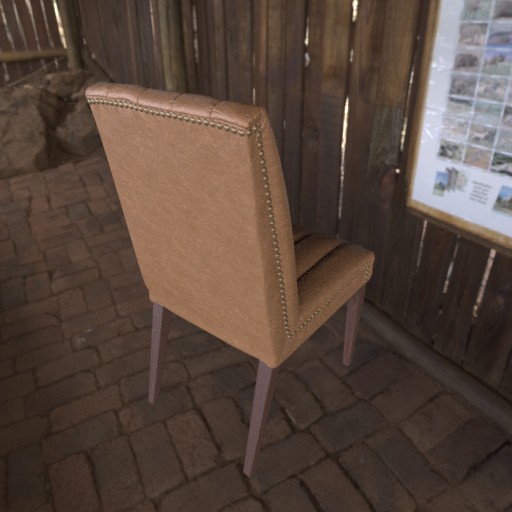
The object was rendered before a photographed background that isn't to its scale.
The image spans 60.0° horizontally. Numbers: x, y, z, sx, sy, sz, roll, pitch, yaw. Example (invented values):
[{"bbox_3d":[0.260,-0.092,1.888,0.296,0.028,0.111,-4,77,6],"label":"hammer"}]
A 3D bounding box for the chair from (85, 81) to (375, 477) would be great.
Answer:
[{"bbox_3d":[0.000,0.000,1.323,0.511,1.016,0.647,22,36,33],"label":"chair"}]
